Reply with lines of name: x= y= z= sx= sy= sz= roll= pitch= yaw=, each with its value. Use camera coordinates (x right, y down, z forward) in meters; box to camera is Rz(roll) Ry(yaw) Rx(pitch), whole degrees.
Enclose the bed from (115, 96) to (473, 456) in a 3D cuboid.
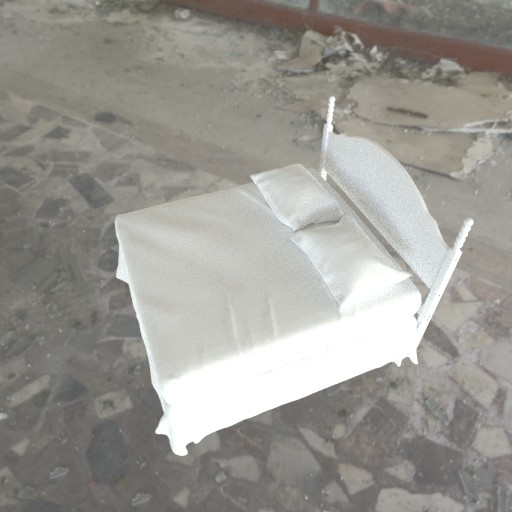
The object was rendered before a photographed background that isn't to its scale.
bed: x=0.000 y=0.000 z=3.245 sx=2.040 sy=1.356 sz=1.873 roll=-16 pitch=48 yaw=-15
